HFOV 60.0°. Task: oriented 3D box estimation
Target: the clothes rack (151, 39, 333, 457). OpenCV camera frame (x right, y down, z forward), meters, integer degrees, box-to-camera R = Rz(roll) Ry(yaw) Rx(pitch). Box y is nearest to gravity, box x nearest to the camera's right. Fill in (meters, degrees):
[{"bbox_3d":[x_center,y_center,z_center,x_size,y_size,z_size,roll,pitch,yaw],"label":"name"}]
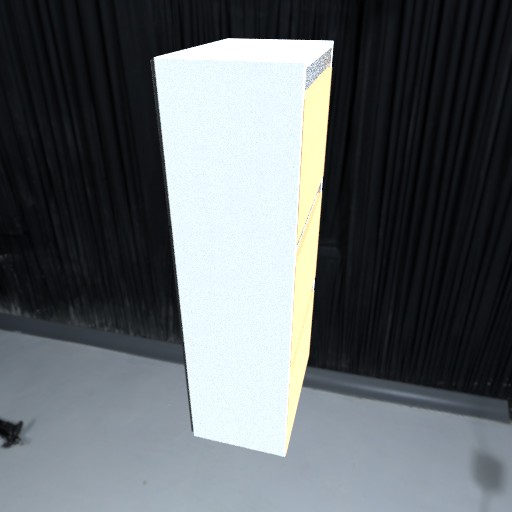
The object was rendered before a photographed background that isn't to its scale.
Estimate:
[{"bbox_3d":[0.000,0.000,1.392,0.330,1.187,0.500,8,31,13],"label":"clothes rack"}]
